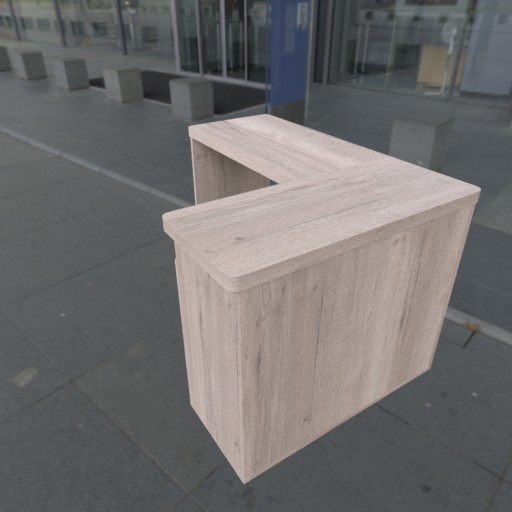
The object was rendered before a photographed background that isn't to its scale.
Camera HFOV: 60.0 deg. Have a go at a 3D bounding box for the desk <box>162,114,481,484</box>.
[{"bbox_3d":[0.000,0.000,1.750,0.900,0.760,1.169,-19,35,-28],"label":"desk"}]
